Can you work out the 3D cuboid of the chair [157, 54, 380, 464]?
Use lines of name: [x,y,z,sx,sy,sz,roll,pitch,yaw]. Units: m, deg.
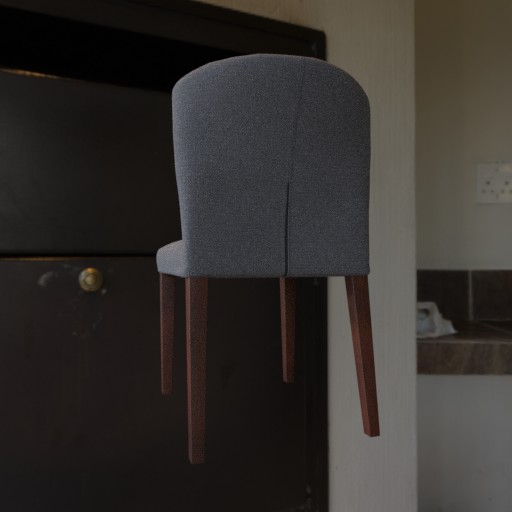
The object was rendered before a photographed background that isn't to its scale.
chair: [0.000,0.000,1.193,0.491,0.839,0.589,0,-1,-19]
